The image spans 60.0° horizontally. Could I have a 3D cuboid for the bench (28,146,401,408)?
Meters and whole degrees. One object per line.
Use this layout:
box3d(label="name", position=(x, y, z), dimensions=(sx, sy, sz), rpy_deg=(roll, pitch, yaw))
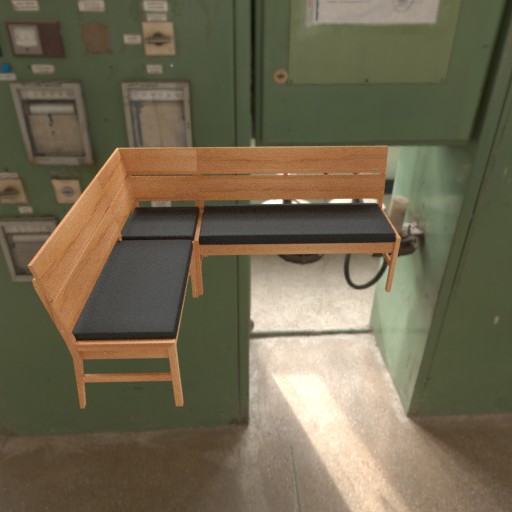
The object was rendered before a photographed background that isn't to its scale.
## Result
box3d(label="bench", position=(0.000, 0.000, 2.757), dimensions=(1.948, 0.890, 1.548), rpy_deg=(-1, 32, -1))
